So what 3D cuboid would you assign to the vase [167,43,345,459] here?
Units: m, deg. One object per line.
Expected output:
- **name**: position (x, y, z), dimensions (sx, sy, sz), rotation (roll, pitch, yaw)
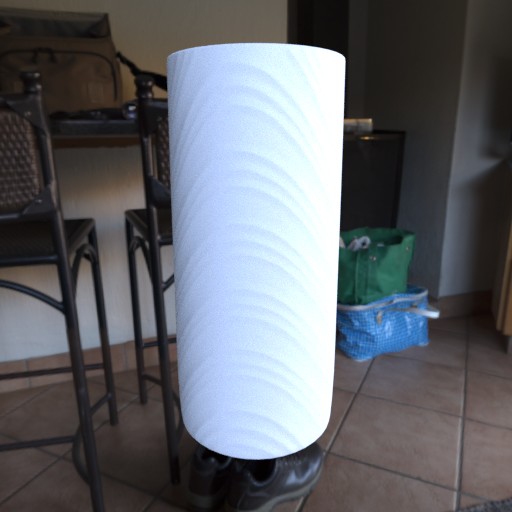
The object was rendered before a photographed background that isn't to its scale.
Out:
- **vase**: position (0.000, 0.000, 0.387), dimensions (0.143, 0.316, 0.143), rotation (0, 15, 0)
